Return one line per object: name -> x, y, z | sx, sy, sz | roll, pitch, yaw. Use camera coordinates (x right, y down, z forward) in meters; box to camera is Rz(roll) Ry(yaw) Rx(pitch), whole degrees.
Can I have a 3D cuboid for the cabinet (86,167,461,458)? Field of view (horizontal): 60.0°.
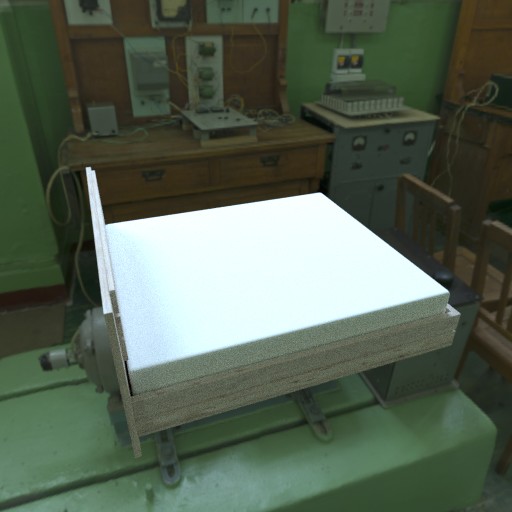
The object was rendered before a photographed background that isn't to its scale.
cabinet -> 0.000, 0.000, 3.187 | 2.080, 0.970, 1.950 | -11, 32, -17
